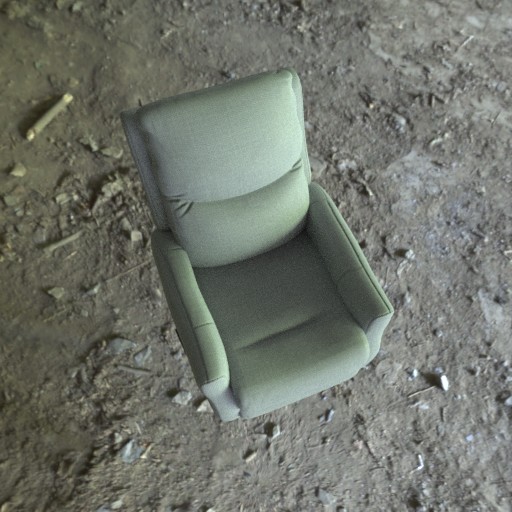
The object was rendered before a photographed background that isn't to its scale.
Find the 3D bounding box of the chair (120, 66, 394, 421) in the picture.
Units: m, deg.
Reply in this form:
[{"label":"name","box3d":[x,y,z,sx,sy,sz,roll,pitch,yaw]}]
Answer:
[{"label":"chair","box3d":[0.000,0.000,1.799,0.829,1.030,1.080,-19,64,-10]}]
